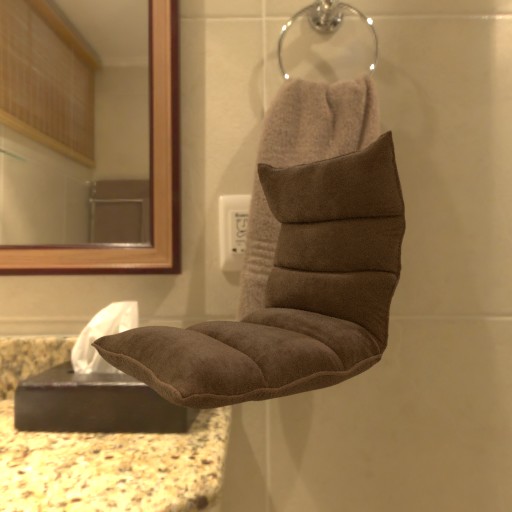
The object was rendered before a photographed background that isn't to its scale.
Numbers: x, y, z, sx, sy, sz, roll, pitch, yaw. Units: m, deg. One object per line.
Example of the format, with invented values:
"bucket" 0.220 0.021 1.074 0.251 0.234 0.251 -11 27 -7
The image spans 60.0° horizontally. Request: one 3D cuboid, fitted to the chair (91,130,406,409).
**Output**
"chair" 0.000 0.000 1.645 0.985 0.892 0.714 1 -1 -37
